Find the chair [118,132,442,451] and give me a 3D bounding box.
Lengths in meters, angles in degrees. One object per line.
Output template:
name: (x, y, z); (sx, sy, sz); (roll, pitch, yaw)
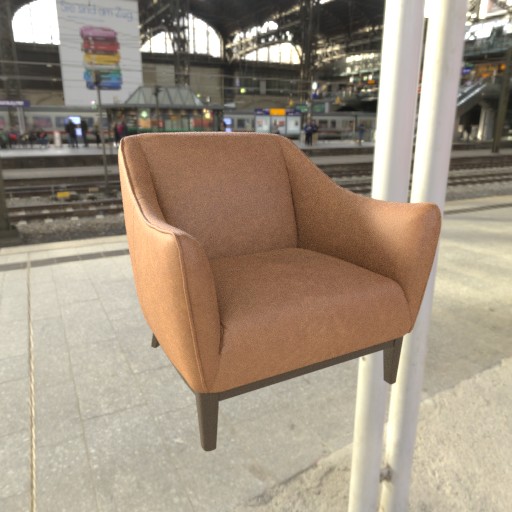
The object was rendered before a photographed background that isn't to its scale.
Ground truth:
chair: (0.000, 0.000, 1.549); (0.871, 0.830, 0.852); (-9, 18, -28)
